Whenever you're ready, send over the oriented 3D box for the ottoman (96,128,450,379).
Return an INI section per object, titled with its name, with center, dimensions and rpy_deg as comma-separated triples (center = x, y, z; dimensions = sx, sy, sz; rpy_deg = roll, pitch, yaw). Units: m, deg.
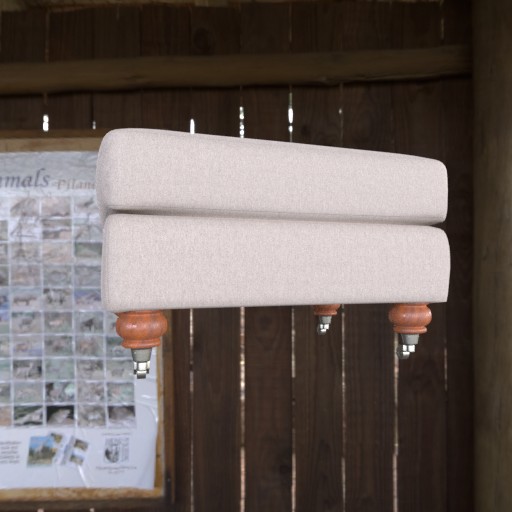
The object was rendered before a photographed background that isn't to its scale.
[ottoman]
center = 0.000, 0.000, 1.139
dimensions = 0.773, 0.497, 0.574
rpy_deg = 1, -2, -19
